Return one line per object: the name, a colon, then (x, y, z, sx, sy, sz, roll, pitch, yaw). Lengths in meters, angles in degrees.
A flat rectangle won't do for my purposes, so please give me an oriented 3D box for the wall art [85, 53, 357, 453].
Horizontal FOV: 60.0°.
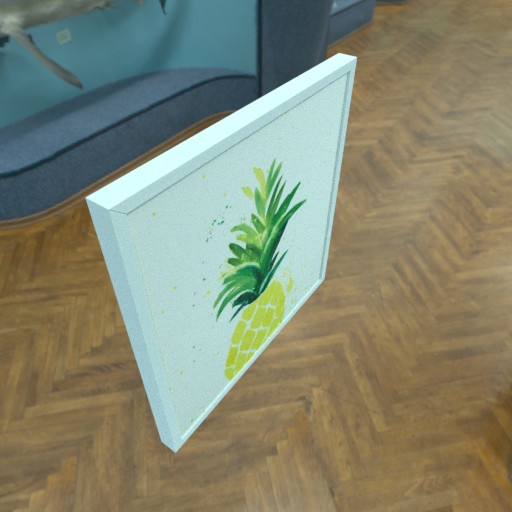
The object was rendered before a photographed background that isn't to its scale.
wall art: (0.000, 0.000, 0.446, 0.020, 0.307, 0.307, 26, 48, 26)
